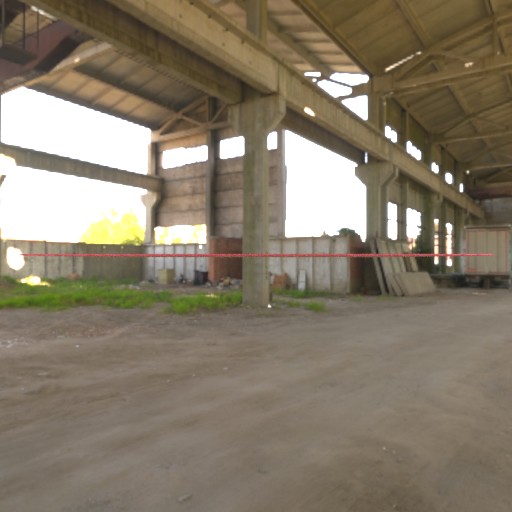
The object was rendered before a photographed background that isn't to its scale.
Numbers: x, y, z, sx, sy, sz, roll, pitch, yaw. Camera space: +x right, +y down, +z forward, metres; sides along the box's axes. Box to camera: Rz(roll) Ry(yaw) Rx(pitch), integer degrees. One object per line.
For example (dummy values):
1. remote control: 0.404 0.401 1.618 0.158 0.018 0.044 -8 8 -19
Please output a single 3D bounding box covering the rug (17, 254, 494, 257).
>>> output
1. rug: 0.000 0.000 4.260 3.306 0.011 2.389 0 0 1
